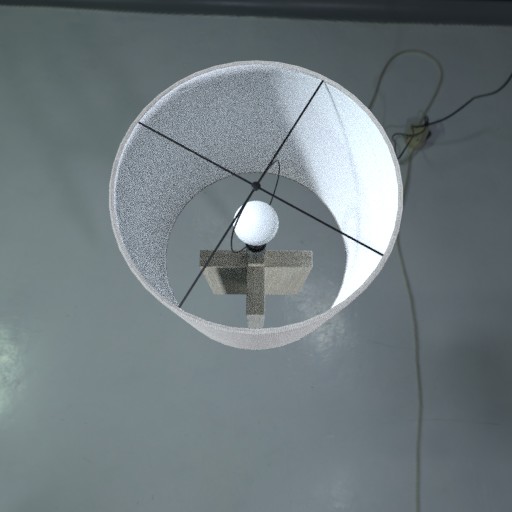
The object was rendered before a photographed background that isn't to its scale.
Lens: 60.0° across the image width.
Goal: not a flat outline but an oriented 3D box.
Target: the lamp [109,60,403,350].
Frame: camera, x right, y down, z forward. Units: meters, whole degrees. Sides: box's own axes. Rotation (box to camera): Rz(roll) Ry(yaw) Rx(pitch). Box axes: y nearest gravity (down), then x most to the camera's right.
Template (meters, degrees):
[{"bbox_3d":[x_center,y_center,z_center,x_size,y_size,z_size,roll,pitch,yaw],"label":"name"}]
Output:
[{"bbox_3d":[0.000,0.000,0.550,0.229,0.428,0.229,0,75,0],"label":"lamp"}]
